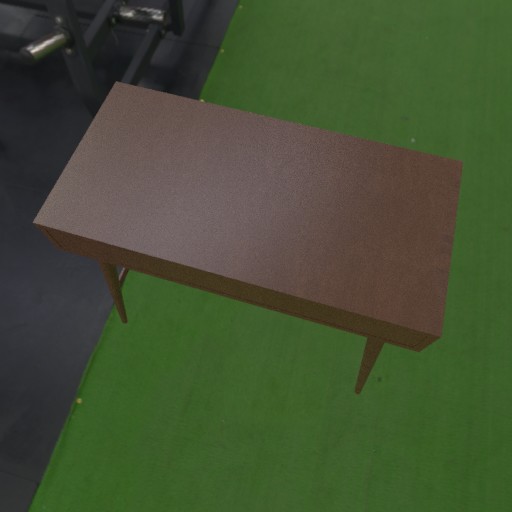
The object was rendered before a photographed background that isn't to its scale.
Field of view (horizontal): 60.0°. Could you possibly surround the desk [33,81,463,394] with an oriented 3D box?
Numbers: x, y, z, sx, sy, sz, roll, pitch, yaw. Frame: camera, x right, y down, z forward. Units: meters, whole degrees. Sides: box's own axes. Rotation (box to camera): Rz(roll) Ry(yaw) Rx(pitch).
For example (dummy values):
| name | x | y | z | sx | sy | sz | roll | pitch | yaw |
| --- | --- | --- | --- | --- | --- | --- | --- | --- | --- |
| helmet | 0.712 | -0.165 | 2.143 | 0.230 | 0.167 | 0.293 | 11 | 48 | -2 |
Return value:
| name | x | y | z | sx | sy | sz | roll | pitch | yaw |
| --- | --- | --- | --- | --- | --- | --- | --- | --- | --- |
| desk | 0.000 | 0.000 | 1.420 | 0.949 | 0.758 | 0.510 | 15 | 66 | 7 |
